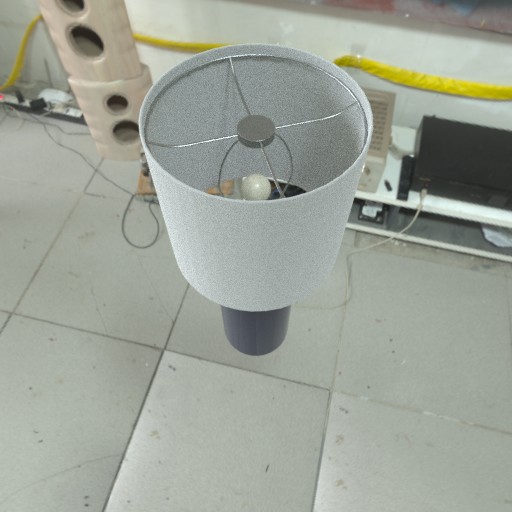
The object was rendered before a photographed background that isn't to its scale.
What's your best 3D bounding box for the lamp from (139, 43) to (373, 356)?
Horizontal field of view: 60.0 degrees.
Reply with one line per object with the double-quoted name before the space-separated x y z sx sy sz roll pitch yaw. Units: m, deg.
"lamp" 0.000 0.000 0.611 0.212 0.493 0.212 -13 59 -8
